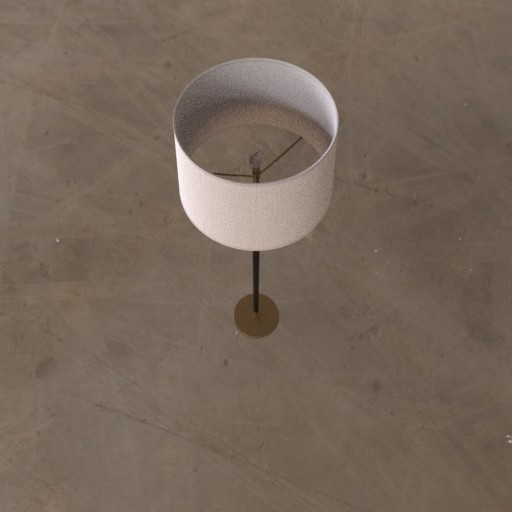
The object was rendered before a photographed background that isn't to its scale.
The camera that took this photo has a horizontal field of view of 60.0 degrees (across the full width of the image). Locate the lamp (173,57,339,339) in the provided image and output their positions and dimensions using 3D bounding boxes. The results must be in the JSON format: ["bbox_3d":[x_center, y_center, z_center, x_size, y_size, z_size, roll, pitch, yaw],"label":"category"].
[{"bbox_3d":[0.000,0.000,1.641,0.420,1.447,0.420,0,64,0],"label":"lamp"}]
